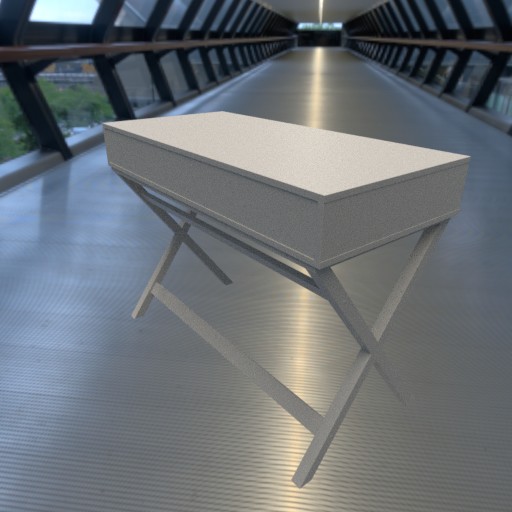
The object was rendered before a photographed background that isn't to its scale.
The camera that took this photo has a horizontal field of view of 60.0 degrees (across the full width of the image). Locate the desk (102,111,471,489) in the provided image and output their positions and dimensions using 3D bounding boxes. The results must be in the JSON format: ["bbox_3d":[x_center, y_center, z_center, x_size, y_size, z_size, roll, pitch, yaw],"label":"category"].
[{"bbox_3d":[0.000,0.000,1.473,0.525,0.780,1.057,-19,31,-34],"label":"desk"}]
